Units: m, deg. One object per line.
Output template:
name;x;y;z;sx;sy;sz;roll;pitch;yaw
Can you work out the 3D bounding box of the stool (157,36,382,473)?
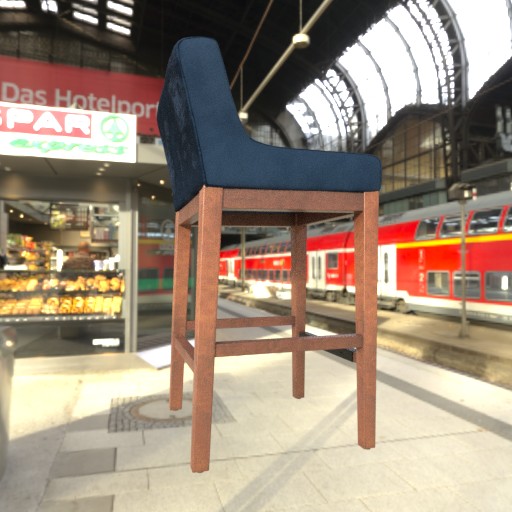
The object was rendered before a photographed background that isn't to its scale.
stool;0.000;0.000;1.231;0.516;0.945;0.511;0;-1;-17
